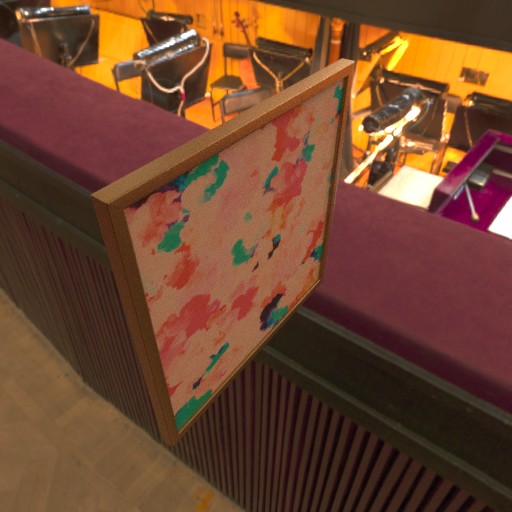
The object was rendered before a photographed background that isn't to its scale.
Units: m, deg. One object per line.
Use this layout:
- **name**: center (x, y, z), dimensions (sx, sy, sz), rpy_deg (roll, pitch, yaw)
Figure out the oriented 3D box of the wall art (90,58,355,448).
- **wall art**: center (0.000, 0.000, 1.130), dimensions (0.036, 0.765, 0.767), rpy_deg (27, 48, 27)
